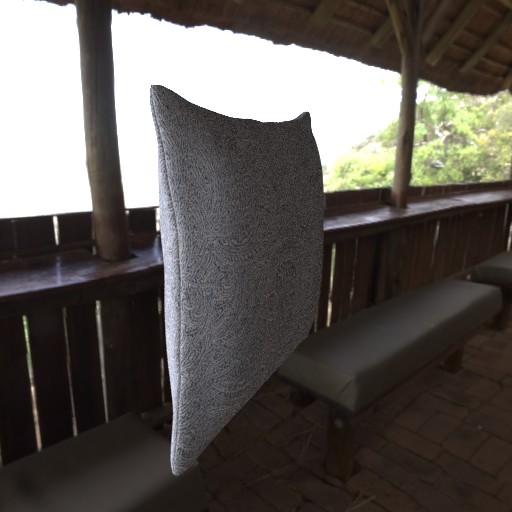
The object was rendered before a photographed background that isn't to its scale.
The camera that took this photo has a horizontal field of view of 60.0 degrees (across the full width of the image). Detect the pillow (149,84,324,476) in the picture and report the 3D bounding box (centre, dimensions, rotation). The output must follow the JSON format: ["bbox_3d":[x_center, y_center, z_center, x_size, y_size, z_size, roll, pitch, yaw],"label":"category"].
[{"bbox_3d":[0.000,0.000,0.769,0.166,0.510,0.523,7,16,25],"label":"pillow"}]
